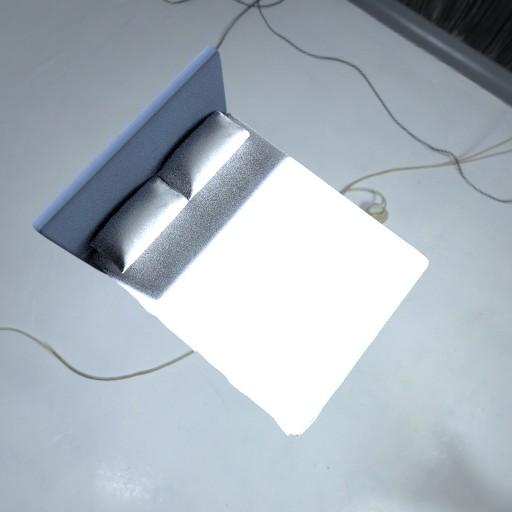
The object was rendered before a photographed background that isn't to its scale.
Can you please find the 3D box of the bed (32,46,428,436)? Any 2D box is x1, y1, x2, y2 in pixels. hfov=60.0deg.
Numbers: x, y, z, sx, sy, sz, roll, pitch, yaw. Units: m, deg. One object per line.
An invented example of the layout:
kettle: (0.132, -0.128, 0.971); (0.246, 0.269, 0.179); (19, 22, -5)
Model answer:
bed: (0.000, 0.000, 3.257); (2.162, 1.330, 1.713); (39, 79, 9)
